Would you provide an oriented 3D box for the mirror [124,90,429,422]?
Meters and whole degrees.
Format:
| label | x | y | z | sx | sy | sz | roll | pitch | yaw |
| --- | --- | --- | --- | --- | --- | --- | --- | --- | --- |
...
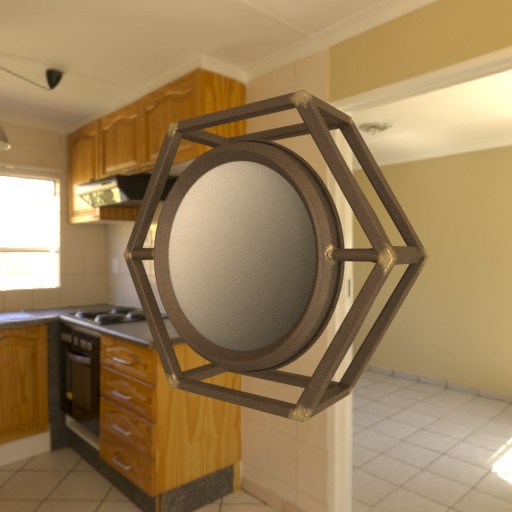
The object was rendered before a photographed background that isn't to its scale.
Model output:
| label | x | y | z | sx | sy | sz | roll | pitch | yaw |
| --- | --- | --- | --- | --- | --- | --- | --- | --- | --- |
| mirror | 0.000 | 0.000 | 0.546 | 0.380 | 0.334 | 0.119 | 0 | 1 | 37 |
